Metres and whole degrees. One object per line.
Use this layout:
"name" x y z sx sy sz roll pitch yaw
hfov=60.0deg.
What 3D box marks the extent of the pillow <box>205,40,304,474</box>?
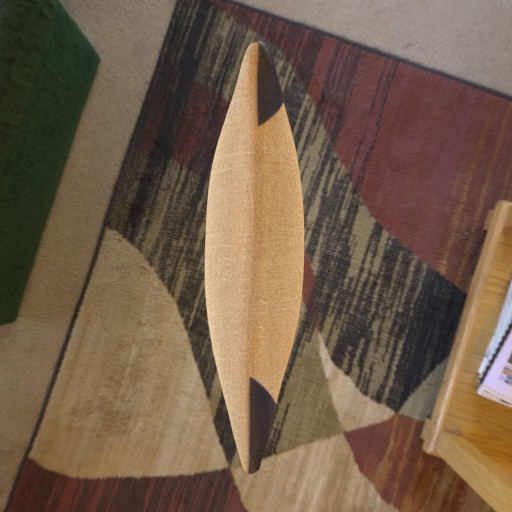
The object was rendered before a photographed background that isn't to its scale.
"pillow" 0.000 0.000 0.657 0.147 0.441 0.440 0 89 -1
